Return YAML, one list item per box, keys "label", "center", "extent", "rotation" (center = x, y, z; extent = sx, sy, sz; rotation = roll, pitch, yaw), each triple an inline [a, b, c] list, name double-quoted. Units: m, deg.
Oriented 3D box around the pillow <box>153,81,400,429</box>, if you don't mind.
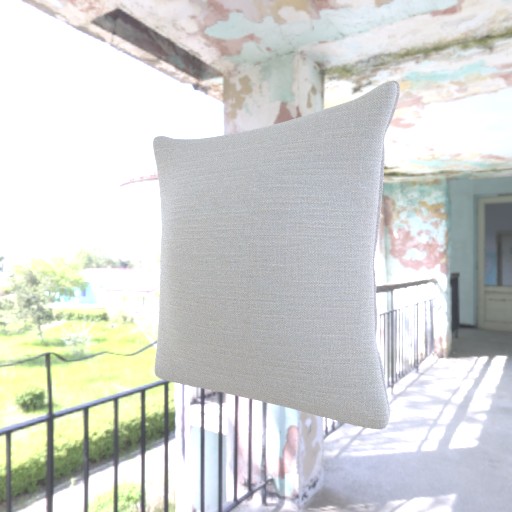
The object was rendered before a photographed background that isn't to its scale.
- label: "pillow"
  center: [0.000, 0.000, 0.696]
  extent: [0.451, 0.449, 0.191]
  rotation: [0, 0, 35]
